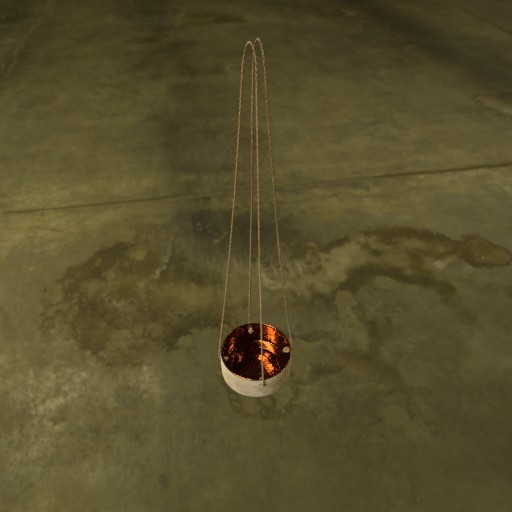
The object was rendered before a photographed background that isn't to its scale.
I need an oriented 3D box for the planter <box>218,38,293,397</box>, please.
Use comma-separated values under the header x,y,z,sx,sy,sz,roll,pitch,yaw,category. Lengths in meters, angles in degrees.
x,y,z,sx,sy,sz,roll,pitch,yaw,category
0.000,0.000,1.131,0.223,1.030,0.223,25,47,26,planter
